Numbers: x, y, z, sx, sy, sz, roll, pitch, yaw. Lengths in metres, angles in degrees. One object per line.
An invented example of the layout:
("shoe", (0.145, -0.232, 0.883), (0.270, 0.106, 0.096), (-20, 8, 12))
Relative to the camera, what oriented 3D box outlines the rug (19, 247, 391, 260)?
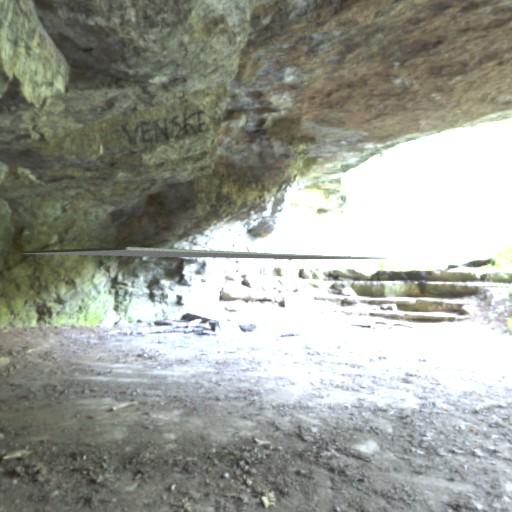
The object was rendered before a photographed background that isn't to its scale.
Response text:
("rug", (0.000, 0.000, 2.671), (0.759, 0.012, 2.430), (-1, -2, 37))
